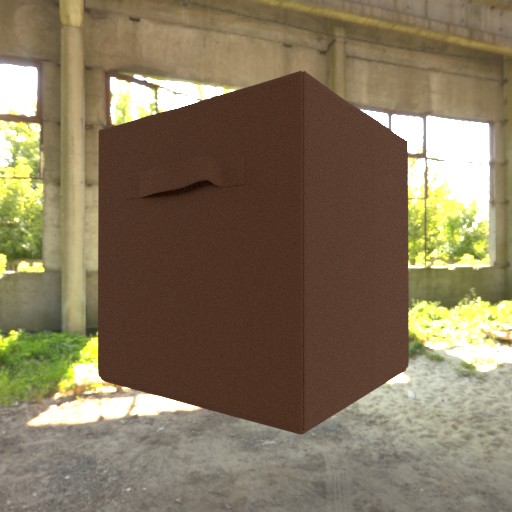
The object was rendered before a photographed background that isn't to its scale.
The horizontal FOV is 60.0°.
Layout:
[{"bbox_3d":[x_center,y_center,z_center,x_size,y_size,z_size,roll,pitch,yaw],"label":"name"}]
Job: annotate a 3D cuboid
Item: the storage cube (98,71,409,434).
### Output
[{"bbox_3d":[0.000,0.000,0.509,0.270,0.280,0.270,0,-1,36],"label":"storage cube"}]
